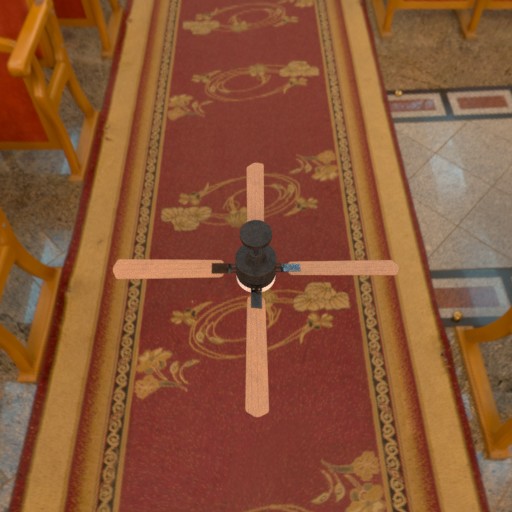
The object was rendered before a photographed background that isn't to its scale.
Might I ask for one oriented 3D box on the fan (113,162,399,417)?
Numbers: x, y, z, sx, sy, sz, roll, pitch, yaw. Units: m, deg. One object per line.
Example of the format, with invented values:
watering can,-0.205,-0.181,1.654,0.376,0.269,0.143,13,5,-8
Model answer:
fan,0.000,0.000,1.957,1.320,0.355,1.320,0,58,0
